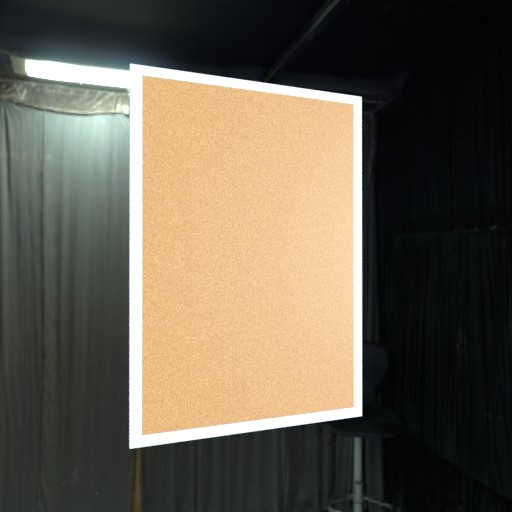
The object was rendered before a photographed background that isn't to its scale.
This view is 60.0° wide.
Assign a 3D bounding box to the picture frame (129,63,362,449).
[{"bbox_3d":[0.000,0.000,1.199,0.659,0.940,0.013,0,0,-20],"label":"picture frame"}]
